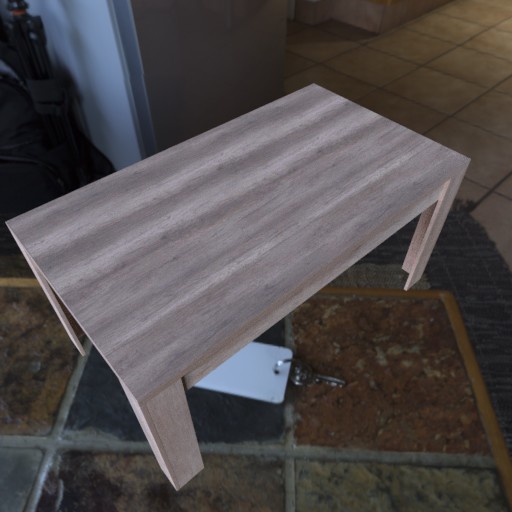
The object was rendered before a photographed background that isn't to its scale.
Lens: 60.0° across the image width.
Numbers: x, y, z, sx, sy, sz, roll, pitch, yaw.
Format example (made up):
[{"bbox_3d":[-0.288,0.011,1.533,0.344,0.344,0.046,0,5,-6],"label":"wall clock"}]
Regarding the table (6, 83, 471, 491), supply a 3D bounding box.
[{"bbox_3d":[0.000,0.000,2.001,1.600,0.775,0.900,-33,55,-27],"label":"table"}]
